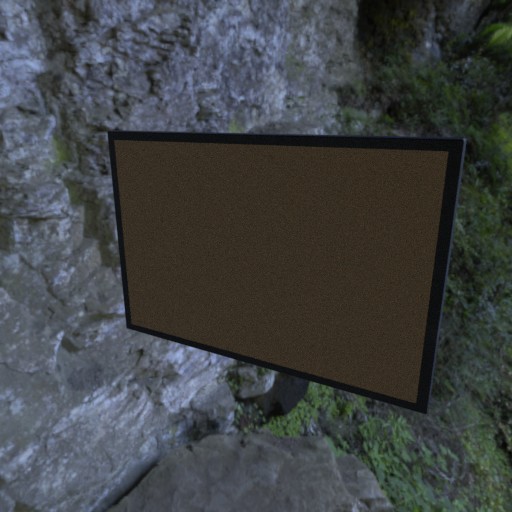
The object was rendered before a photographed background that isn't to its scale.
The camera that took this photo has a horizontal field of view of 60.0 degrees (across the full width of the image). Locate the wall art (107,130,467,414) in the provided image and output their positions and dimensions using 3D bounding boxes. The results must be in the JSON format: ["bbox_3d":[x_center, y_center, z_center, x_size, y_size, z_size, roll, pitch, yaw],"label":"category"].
[{"bbox_3d":[0.000,0.000,0.766,0.610,0.409,0.038,9,20,27],"label":"wall art"}]
